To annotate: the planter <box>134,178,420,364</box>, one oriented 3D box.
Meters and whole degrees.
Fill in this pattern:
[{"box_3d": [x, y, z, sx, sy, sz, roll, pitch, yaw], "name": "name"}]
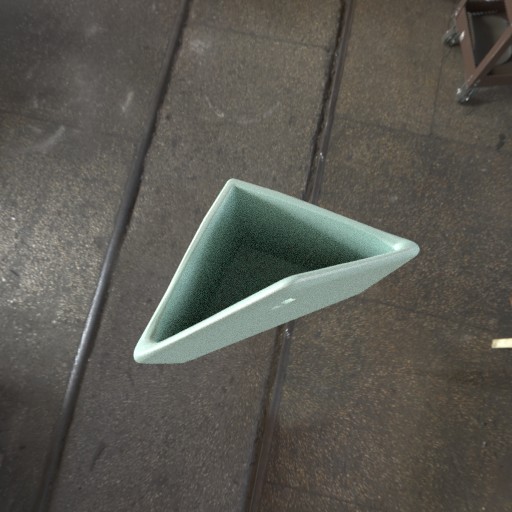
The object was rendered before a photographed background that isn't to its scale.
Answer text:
[{"box_3d": [0.000, 0.000, 0.277, 0.164, 0.197, 0.079, -21, 77, -5], "name": "planter"}]
